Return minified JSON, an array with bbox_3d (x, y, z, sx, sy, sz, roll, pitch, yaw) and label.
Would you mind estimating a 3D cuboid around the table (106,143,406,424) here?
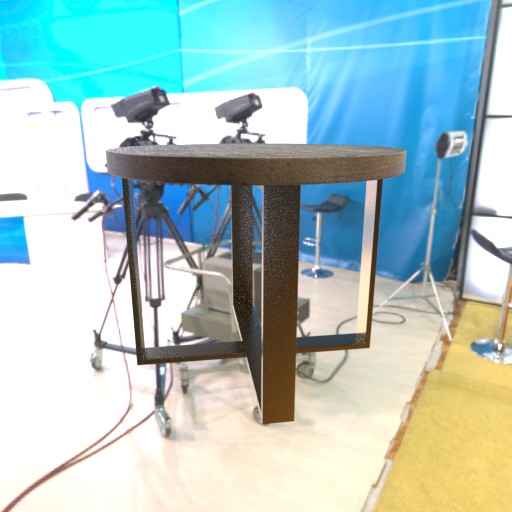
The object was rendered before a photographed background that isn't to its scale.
[{"bbox_3d":[0.000,0.000,0.924,0.557,0.437,0.557,0,16,0],"label":"table"}]
